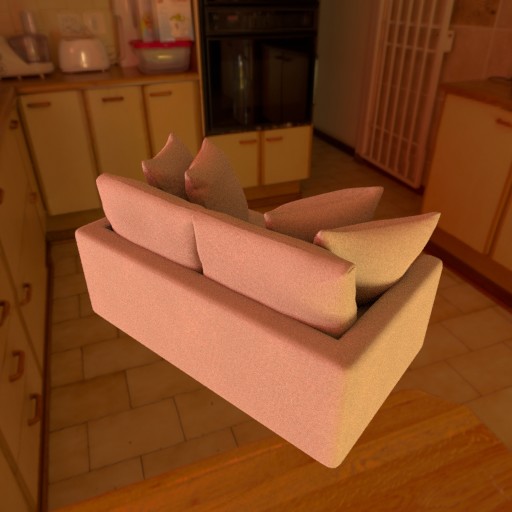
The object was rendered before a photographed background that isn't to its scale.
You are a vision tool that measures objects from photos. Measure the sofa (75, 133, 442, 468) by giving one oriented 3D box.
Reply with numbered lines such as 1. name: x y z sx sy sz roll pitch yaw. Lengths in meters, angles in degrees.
1. sofa: 0.000 0.000 2.622 1.869 1.080 1.228 22 38 32
